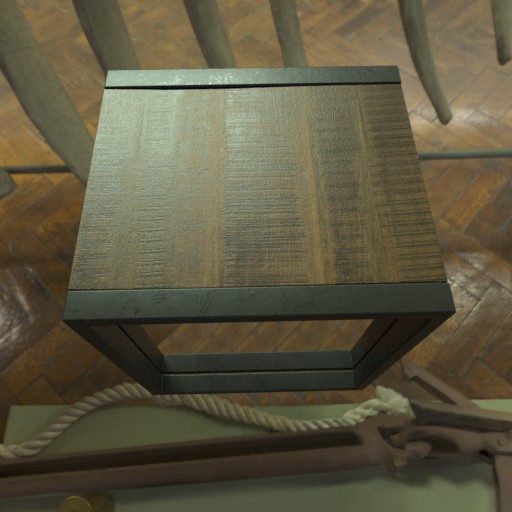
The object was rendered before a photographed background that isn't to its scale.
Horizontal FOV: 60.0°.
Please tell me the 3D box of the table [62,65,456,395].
[{"bbox_3d":[0.000,0.000,0.904,0.500,0.550,0.449,-1,63,-1],"label":"table"}]
